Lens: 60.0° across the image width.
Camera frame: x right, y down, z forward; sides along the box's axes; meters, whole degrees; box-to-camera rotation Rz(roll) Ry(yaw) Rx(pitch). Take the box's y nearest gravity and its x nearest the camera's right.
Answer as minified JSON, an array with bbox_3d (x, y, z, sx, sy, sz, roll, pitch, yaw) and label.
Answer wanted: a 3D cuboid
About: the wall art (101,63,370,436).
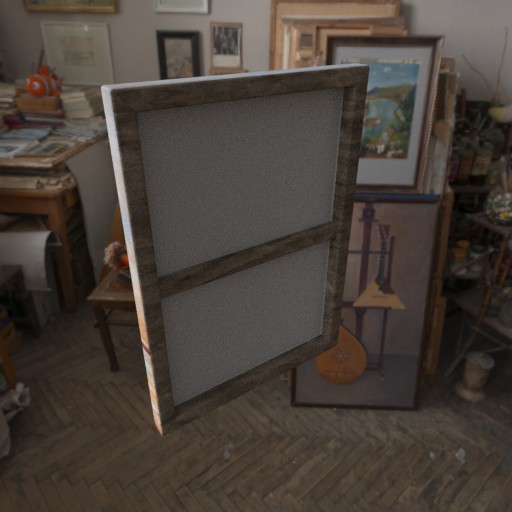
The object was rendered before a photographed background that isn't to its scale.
[{"bbox_3d":[0.000,0.000,0.789,0.443,0.605,0.035,-19,34,-30],"label":"wall art"}]
